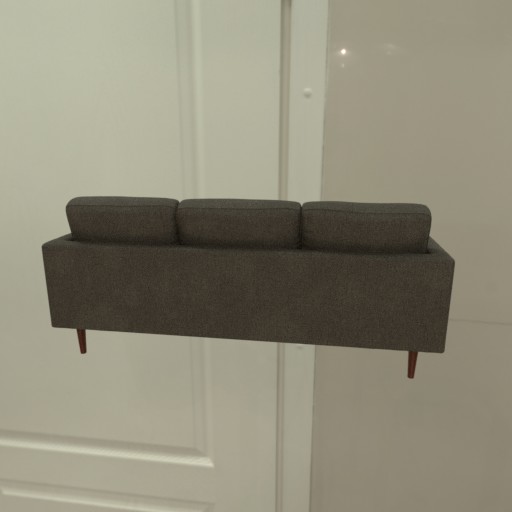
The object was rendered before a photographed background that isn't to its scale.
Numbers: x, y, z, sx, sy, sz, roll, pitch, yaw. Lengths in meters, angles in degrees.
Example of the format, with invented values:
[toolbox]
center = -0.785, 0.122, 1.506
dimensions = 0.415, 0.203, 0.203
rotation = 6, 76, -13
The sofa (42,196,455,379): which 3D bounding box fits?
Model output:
[sofa]
center = 0.000, 0.000, 3.097
dimensions = 2.233, 0.956, 1.504
rotation = 2, 15, 8
